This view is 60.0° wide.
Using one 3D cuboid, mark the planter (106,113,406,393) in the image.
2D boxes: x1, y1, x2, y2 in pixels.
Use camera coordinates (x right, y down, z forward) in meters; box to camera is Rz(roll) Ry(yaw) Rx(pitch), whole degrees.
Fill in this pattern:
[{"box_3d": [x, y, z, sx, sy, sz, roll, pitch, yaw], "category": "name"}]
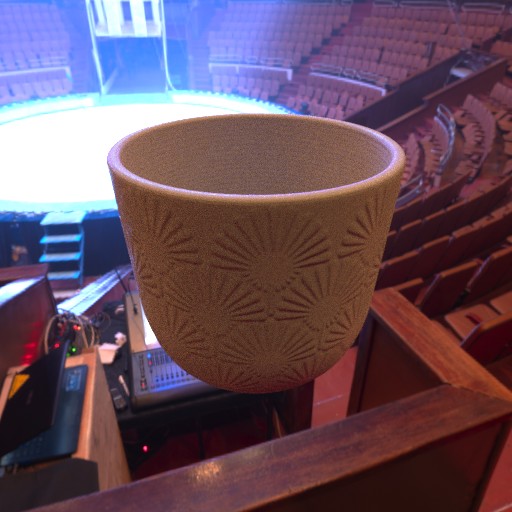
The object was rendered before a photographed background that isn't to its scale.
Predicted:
[{"box_3d": [0.000, 0.000, 0.298, 0.170, 0.152, 0.170, 0, 30, 0], "category": "planter"}]
